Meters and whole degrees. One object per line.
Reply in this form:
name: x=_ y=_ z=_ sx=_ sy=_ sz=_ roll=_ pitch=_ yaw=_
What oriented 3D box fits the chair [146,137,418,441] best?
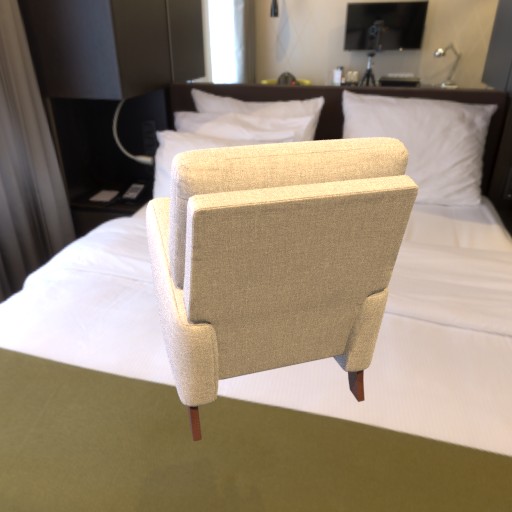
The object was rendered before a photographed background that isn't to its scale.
chair: x=0.000 y=0.000 z=1.673 sx=0.762 sy=0.990 sz=0.990 roll=-8 pitch=28 yaw=-15
